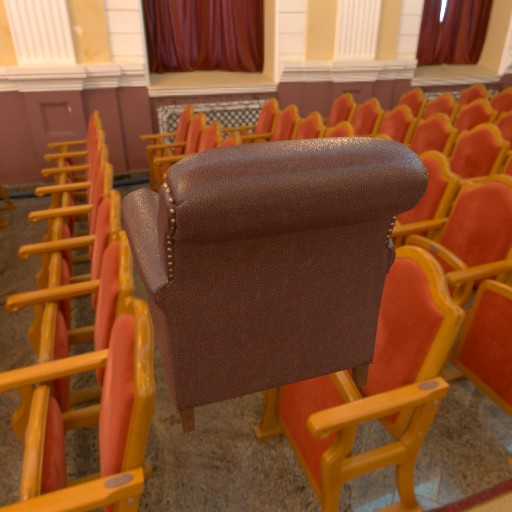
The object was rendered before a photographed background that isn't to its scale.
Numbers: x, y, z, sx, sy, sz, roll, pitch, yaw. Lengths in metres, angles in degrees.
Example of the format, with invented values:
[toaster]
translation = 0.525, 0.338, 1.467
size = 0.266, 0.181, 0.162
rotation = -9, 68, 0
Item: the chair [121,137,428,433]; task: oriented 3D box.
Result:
[chair]
translation = 0.000, 0.000, 1.576
size = 0.854, 0.927, 0.890
rotation = -9, 28, -17
